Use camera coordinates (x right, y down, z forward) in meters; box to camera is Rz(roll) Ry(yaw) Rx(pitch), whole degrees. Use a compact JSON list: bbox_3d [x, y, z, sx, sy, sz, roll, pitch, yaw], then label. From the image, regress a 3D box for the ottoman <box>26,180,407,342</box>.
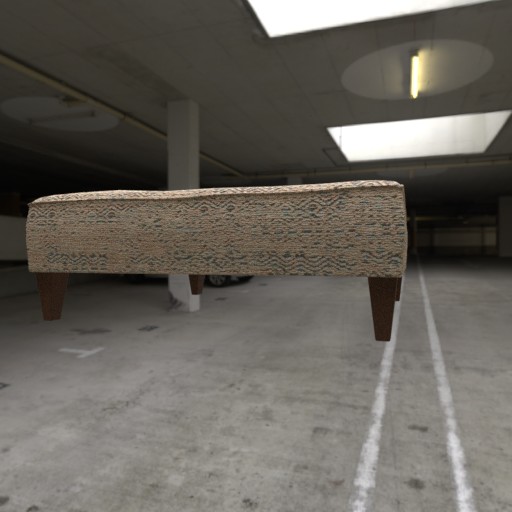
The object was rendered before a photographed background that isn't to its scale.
[{"bbox_3d":[0.000,0.000,1.500,0.968,0.356,1.004,0,0,19],"label":"ottoman"}]
